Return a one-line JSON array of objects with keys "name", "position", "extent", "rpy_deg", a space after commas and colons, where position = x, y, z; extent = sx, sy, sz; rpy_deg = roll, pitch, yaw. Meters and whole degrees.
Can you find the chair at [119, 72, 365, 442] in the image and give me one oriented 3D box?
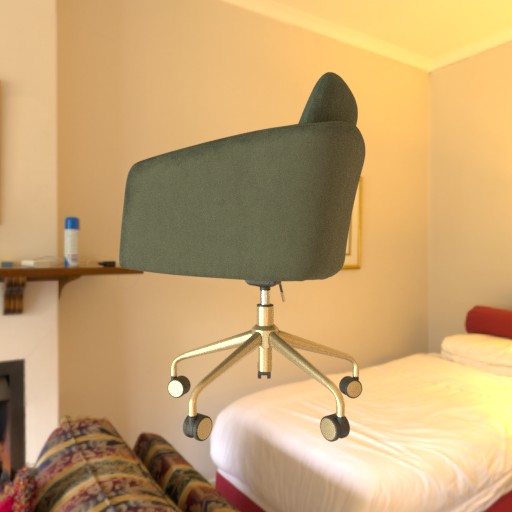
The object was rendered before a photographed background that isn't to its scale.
[{"name": "chair", "position": [0.000, 0.000, 1.347], "extent": [0.635, 0.908, 0.641], "rpy_deg": [0, 1, 18]}]
